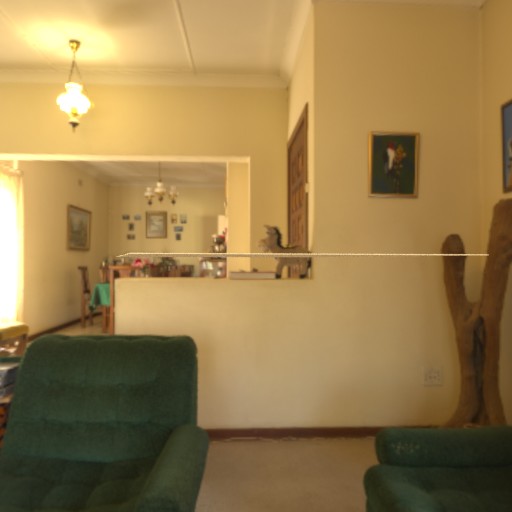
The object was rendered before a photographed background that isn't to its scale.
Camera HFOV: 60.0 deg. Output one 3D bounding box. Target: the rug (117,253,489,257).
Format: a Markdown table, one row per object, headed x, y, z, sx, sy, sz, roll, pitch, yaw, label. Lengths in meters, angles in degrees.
| x | y | z | sx | sy | sz | roll | pitch | yaw | label |
| --- | --- | --- | --- | --- | --- | --- | --- | --- | --- |
| 0.000 | 0.000 | 4.203 | 2.454 | 0.005 | 3.067 | 0 | 0 | -19 | rug |
